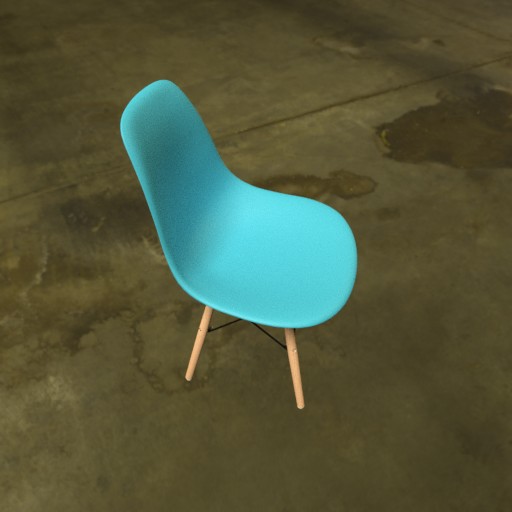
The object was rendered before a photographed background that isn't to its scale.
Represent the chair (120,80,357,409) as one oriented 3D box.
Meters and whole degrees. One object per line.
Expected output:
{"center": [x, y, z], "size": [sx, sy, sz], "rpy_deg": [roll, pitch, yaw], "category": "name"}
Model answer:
{"center": [0.000, 0.000, 1.184], "size": [0.531, 0.826, 0.470], "rpy_deg": [11, 47, 11], "category": "chair"}
